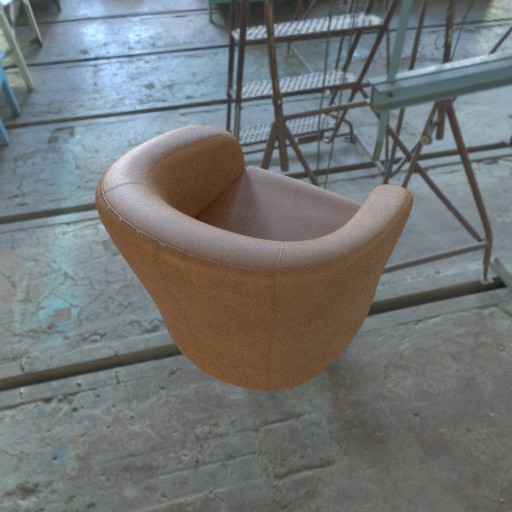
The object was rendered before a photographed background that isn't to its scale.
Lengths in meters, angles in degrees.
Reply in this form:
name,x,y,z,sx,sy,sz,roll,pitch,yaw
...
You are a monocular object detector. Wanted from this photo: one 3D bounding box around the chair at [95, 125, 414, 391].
name,x,y,z,sx,sy,sz,roll,pitch,yaw
chair,0.000,0.000,1.435,0.791,0.771,0.815,23,51,21
